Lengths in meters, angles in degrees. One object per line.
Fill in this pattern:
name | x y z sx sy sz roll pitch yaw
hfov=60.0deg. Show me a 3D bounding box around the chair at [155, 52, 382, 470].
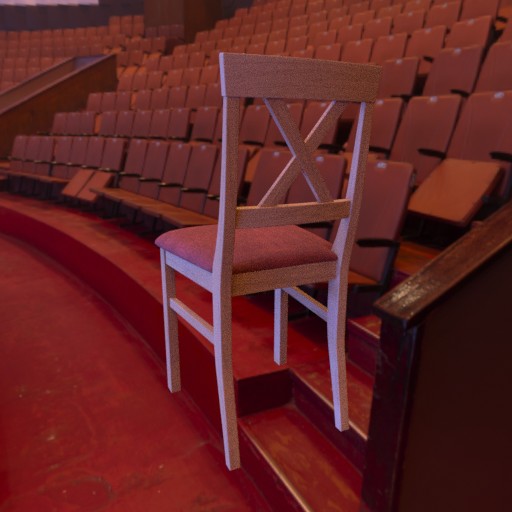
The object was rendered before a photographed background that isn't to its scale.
chair | 0.000 0.000 1.187 0.439 0.912 0.492 -7 17 -26
